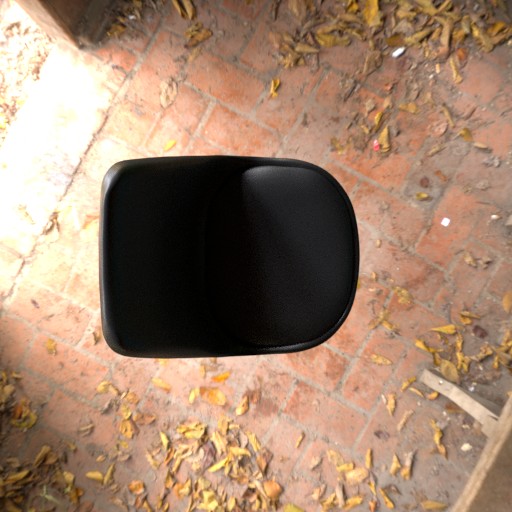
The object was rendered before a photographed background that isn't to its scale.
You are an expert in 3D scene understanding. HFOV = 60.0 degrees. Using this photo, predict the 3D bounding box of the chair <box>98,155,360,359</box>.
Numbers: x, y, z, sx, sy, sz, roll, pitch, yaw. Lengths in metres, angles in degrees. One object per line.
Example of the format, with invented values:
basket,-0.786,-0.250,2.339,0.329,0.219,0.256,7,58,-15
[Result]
chair,0.000,0.000,1.131,0.530,0.850,0.485,0,91,-1
